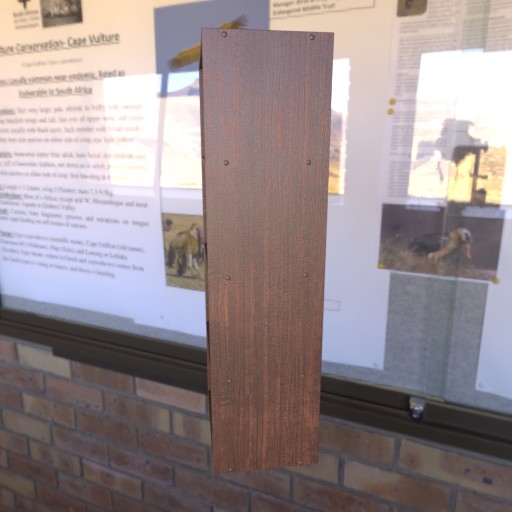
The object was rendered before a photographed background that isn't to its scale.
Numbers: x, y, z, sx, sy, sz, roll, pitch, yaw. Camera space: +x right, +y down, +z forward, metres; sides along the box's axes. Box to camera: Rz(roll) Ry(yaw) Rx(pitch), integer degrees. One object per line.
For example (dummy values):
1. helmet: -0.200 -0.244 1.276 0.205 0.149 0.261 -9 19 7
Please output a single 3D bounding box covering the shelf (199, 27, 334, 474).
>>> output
1. shelf: 0.000 0.000 1.281 0.290 1.099 0.415 -2 14 -8
